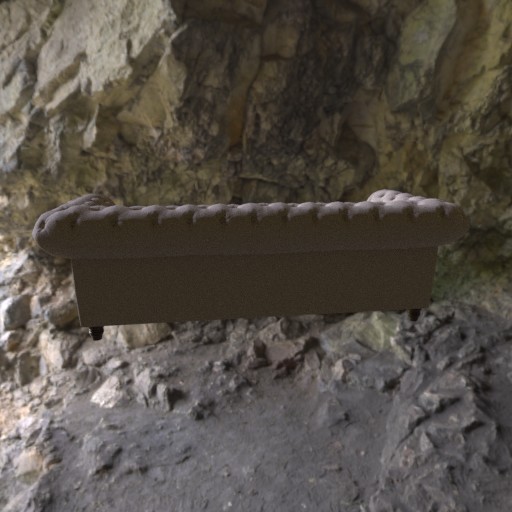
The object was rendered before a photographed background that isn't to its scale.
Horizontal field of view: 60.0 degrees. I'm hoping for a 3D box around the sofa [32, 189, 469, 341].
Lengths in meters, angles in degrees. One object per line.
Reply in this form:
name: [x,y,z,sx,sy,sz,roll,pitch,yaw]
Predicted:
sofa: [0.000,0.000,3.130,2.694,0.847,1.076,-2,14,-8]
